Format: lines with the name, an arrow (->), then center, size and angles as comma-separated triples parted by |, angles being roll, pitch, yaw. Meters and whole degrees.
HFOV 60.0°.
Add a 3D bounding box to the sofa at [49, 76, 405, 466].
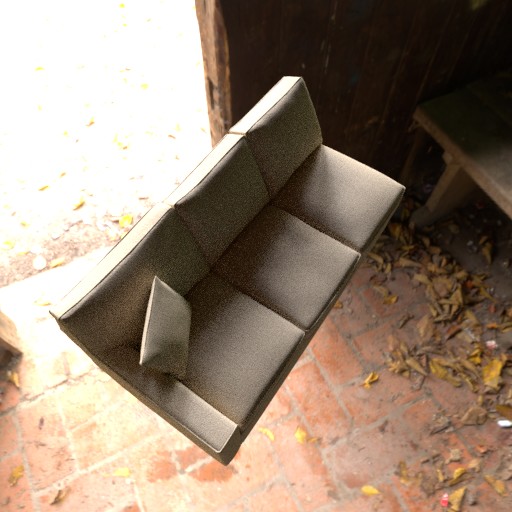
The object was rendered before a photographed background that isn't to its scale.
sofa -> 0.000, 0.000, 2.572 | 1.034, 0.946, 1.962 | 31, 64, 17
